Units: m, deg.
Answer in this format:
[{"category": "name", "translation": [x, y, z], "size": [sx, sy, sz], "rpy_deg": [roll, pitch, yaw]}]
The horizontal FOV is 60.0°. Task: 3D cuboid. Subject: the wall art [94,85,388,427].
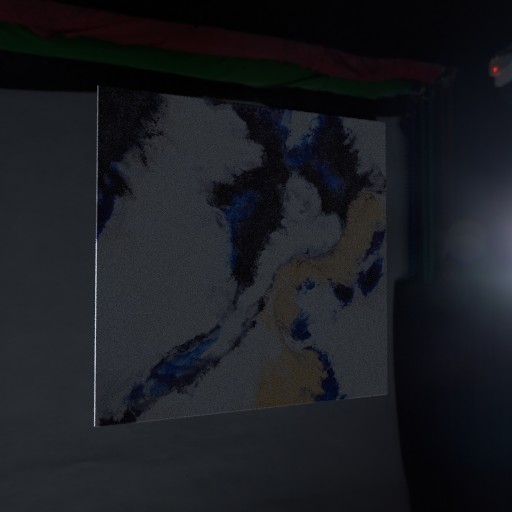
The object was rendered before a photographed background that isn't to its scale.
[{"category": "wall art", "translation": [0.000, 0.000, 1.307], "size": [0.887, 0.885, 0.038], "rpy_deg": [1, -2, -19]}]
